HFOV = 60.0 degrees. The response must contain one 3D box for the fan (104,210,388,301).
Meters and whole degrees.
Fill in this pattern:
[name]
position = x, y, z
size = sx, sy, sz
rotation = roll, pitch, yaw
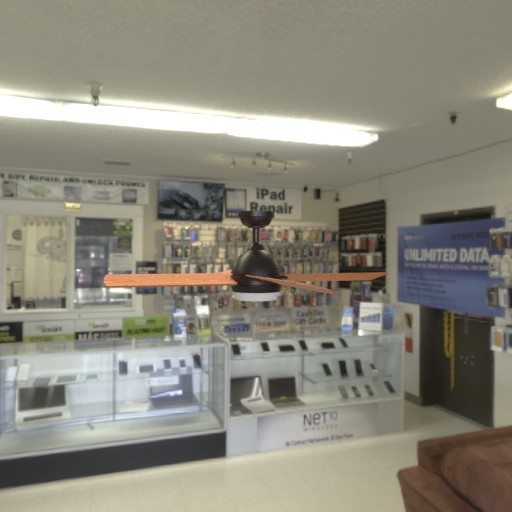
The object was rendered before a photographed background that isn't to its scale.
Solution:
[fan]
position = 0.000, 0.000, 2.049
size = 1.332, 0.403, 1.332
rotation = 0, 0, -17
